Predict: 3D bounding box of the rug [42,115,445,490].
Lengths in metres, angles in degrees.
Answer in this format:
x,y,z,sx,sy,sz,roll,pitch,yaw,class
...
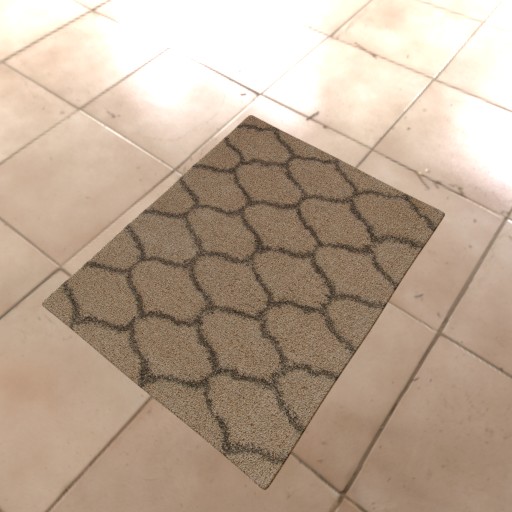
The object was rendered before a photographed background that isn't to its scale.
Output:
x,y,z,sx,sy,sz,roll,pitch,yaw,class
0.000,0.000,4.070,2.399,0.026,3.000,32,63,18,rug
